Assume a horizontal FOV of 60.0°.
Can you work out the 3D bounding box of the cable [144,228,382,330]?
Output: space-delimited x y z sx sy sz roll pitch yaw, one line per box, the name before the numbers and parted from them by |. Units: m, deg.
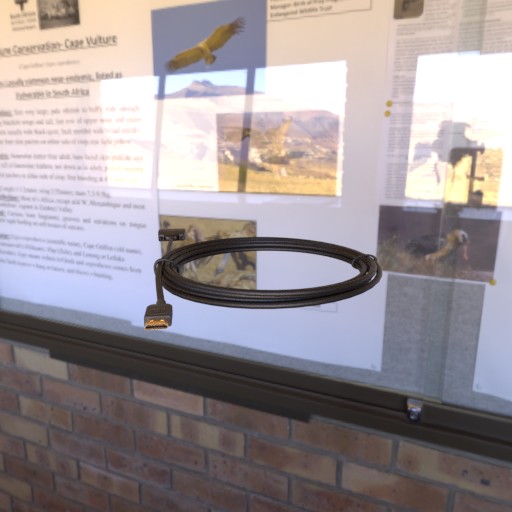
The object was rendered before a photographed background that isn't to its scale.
cable | 0.000 0.000 0.534 0.257 0.030 0.422 -2 14 -8
